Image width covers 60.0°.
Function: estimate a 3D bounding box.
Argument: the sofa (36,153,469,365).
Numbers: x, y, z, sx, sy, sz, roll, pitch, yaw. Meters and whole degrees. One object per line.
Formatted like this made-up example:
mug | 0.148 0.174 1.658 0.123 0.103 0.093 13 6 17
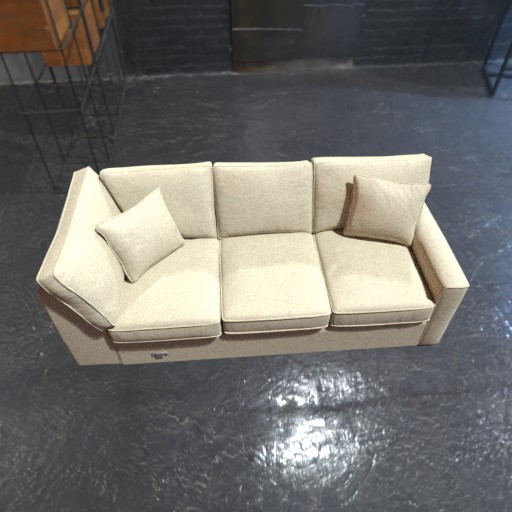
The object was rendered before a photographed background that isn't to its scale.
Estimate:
sofa | 0.000 0.000 2.844 2.323 0.948 1.053 -3 46 -3
